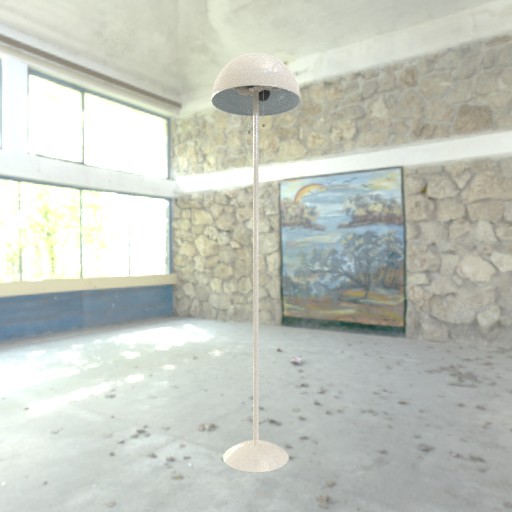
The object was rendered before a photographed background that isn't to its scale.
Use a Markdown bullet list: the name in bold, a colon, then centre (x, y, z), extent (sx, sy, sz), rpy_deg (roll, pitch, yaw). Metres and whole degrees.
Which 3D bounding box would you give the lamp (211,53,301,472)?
- **lamp**: centre (0.000, 0.000, 1.633), extent (0.328, 1.480, 0.328), rpy_deg (0, 0, 36)
